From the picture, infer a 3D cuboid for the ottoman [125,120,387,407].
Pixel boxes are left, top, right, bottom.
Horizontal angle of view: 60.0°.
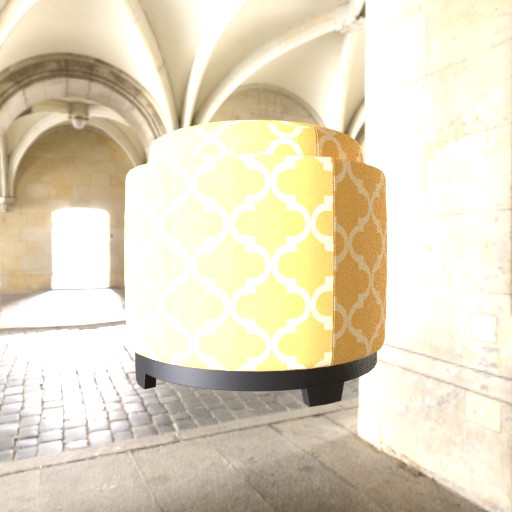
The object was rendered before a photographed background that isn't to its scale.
[{"bbox_3d":[0.000,0.000,0.844,0.480,0.429,0.480,0,1,0],"label":"ottoman"}]
